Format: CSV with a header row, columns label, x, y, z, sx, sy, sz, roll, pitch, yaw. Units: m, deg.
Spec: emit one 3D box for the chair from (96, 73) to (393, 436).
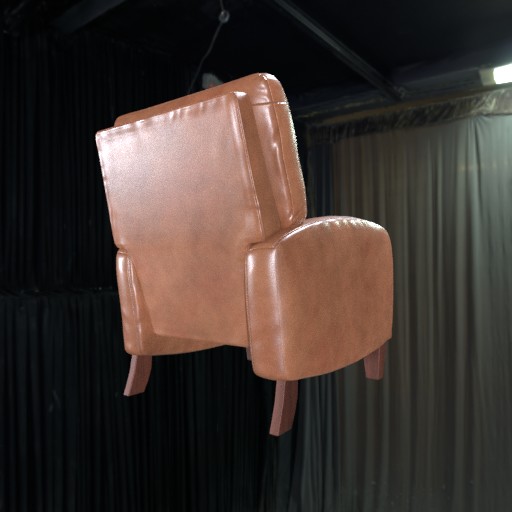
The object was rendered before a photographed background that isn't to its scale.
label,x,y,z,sx,sy,sz,roll,pitch,yaw
chair,0.000,0.000,1.670,0.762,0.990,0.990,-1,-2,36
